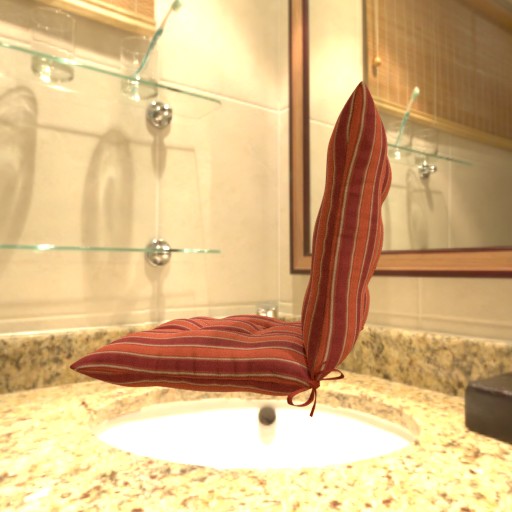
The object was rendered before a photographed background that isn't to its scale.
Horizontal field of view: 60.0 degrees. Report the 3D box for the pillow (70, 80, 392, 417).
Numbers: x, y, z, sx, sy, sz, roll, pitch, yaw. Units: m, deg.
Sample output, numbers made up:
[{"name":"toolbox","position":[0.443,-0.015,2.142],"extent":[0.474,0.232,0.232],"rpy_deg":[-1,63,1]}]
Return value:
[{"name":"pillow","position":[0.000,0.000,0.995],"extent":[0.585,0.536,0.541],"rpy_deg":[0,-1,16]}]
